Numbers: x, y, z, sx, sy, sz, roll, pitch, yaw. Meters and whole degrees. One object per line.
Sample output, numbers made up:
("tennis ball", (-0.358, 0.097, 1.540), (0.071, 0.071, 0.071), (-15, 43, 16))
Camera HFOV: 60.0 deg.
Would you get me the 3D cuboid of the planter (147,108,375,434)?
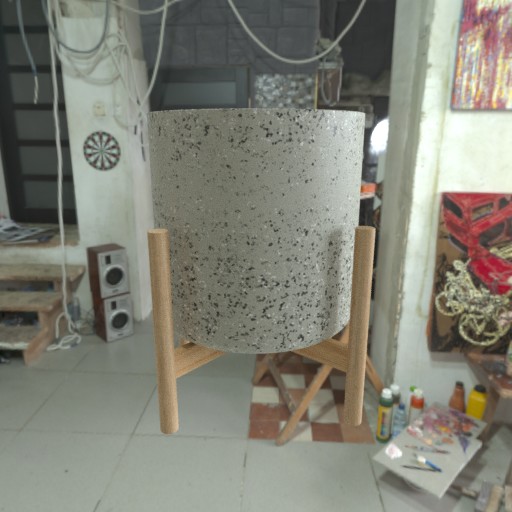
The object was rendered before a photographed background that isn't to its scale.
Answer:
("planter", (0.000, 0.000, 0.688), (0.360, 0.419, 0.360), (-8, 17, -25))
